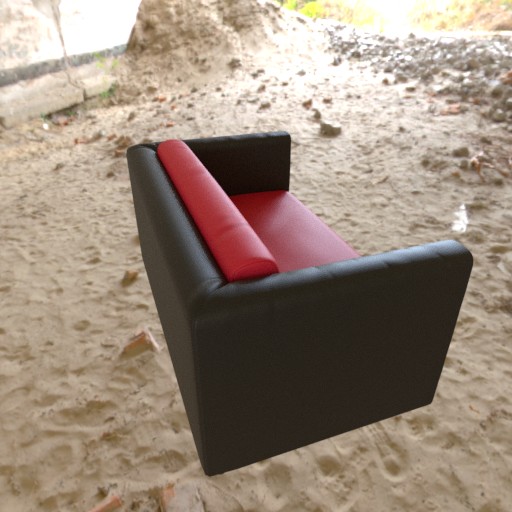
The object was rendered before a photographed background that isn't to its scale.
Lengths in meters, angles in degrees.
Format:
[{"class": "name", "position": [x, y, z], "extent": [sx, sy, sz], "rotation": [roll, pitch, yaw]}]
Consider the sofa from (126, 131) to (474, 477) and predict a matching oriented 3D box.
[{"class": "sofa", "position": [0.000, 0.000, 1.865], "extent": [0.845, 0.735, 1.410], "rotation": [-11, 33, -17]}]
